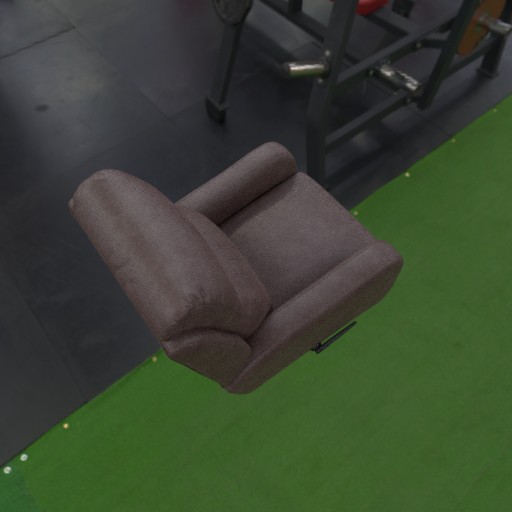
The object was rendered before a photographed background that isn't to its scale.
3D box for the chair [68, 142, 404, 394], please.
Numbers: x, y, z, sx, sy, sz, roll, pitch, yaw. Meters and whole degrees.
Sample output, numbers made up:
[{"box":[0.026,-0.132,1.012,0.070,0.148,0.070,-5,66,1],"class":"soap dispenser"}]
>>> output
[{"box":[0.000,0.000,1.847,1.067,1.067,0.865,-33,64,-18],"class":"chair"}]
